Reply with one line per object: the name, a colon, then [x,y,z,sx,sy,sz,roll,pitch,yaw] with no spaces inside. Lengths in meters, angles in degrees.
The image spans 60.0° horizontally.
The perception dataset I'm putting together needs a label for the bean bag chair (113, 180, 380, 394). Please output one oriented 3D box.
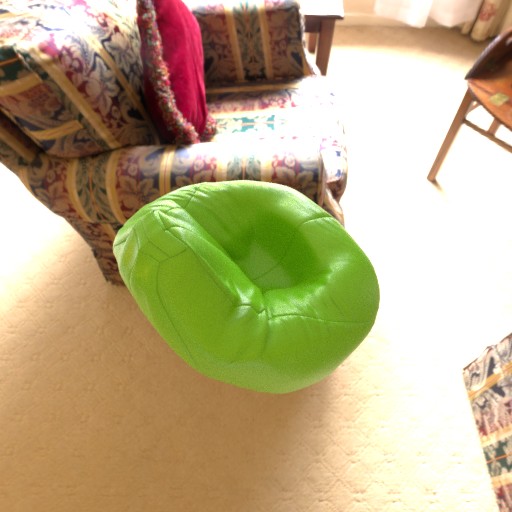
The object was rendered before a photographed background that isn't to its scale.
bean bag chair: [0.000,0.000,1.919,1.070,0.990,1.070,-33,63,-19]
